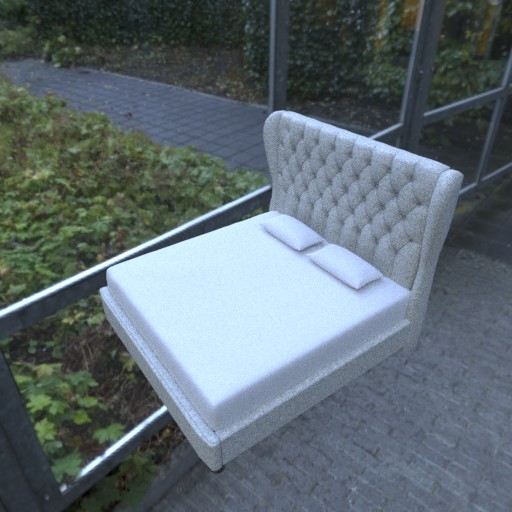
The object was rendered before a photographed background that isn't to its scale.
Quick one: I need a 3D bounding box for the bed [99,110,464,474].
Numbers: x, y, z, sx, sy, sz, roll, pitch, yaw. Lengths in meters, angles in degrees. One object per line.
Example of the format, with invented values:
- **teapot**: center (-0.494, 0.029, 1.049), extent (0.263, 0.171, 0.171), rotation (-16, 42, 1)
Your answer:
- **bed**: center (0.000, 0.000, 3.946), extent (2.347, 1.771, 2.219), rotation (-22, 39, -29)
